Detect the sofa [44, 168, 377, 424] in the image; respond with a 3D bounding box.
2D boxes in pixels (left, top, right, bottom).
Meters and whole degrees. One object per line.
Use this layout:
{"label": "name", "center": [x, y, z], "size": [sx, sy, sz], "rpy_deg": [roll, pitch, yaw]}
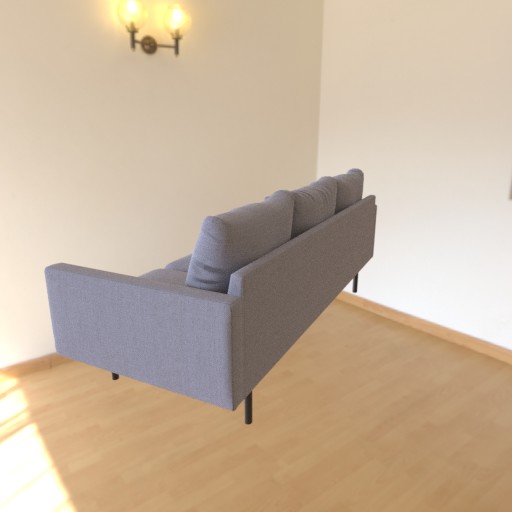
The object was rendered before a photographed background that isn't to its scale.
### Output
{"label": "sofa", "center": [0.000, 0.000, 2.399], "size": [0.850, 0.830, 2.000], "rpy_deg": [8, 18, 26]}
